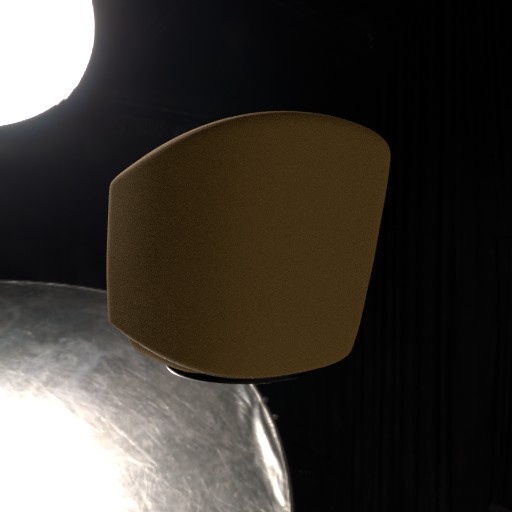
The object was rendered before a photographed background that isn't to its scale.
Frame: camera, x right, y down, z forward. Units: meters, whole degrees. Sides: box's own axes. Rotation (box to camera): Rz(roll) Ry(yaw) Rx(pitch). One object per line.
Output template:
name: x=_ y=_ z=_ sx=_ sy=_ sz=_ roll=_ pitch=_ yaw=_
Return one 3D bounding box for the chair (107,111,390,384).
chair: x=0.000 y=0.000 z=1.395 sx=0.773 sy=0.698 sz=0.767 roll=0 pitch=0 yaw=-36
